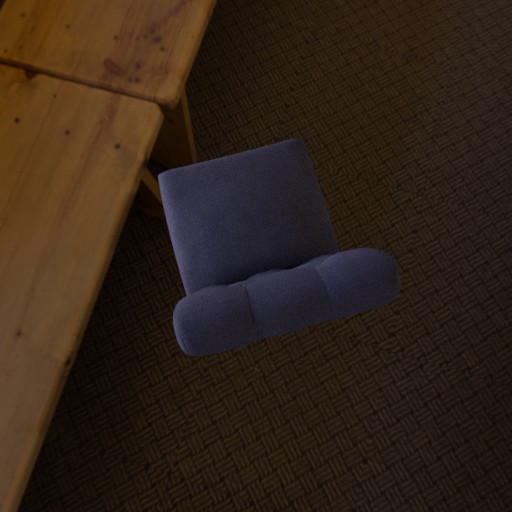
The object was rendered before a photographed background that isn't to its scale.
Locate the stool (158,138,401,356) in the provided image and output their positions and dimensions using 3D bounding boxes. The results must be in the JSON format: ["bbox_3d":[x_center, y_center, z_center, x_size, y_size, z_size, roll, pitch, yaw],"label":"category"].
[{"bbox_3d":[0.000,0.000,1.472,0.493,1.140,0.601,-15,76,-4],"label":"stool"}]
